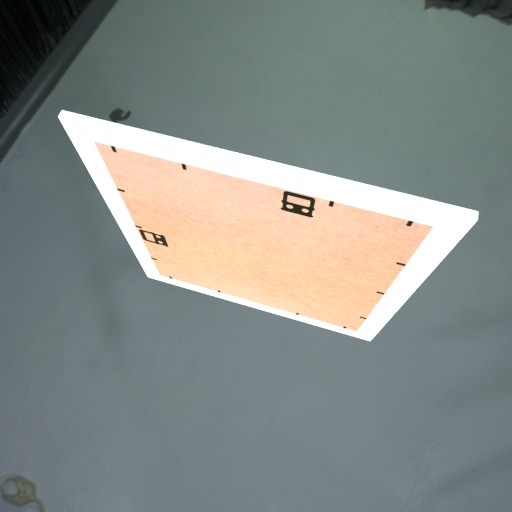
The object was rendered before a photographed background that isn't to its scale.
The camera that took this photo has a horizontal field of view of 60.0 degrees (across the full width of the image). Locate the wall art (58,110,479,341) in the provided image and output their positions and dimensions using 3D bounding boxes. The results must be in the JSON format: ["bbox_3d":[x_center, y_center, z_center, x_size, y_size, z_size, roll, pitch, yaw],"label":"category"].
[{"bbox_3d":[0.000,0.000,0.855,0.584,0.584,0.013,15,65,7],"label":"wall art"}]
